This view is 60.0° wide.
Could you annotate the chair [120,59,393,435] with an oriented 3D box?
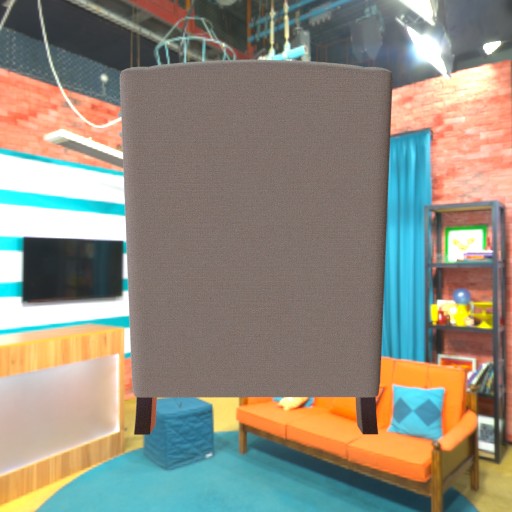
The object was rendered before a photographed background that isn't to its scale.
[{"bbox_3d":[0.000,0.000,1.571,0.715,1.017,0.896,0,-1,0],"label":"chair"}]
